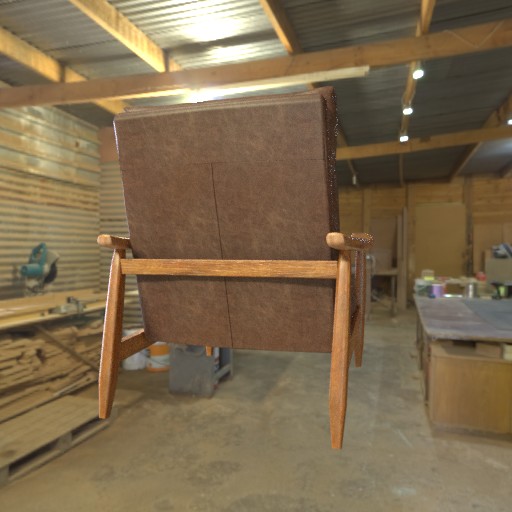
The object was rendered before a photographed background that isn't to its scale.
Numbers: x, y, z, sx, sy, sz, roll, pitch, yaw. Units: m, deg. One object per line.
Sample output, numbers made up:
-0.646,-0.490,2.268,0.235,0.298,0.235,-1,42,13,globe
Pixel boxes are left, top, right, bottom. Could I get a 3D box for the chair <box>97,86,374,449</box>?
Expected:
0.000,0.000,1.518,0.782,0.897,0.830,0,1,17,chair
